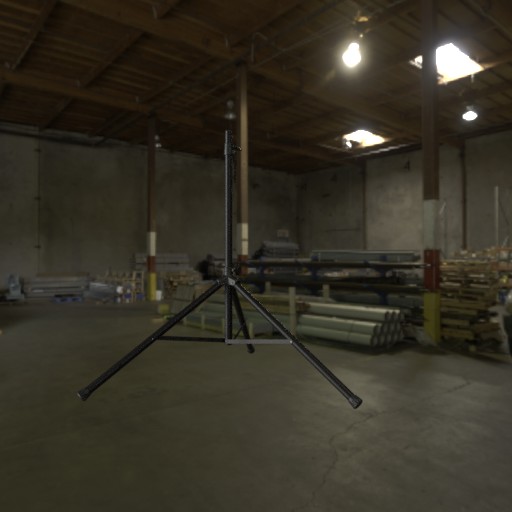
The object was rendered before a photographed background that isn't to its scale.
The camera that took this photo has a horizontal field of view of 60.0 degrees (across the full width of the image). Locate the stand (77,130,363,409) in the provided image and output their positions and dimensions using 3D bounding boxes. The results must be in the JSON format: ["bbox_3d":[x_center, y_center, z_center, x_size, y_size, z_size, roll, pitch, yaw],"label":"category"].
[{"bbox_3d":[0.000,0.000,2.679,1.339,1.595,1.596,0,-1,37],"label":"stand"}]
